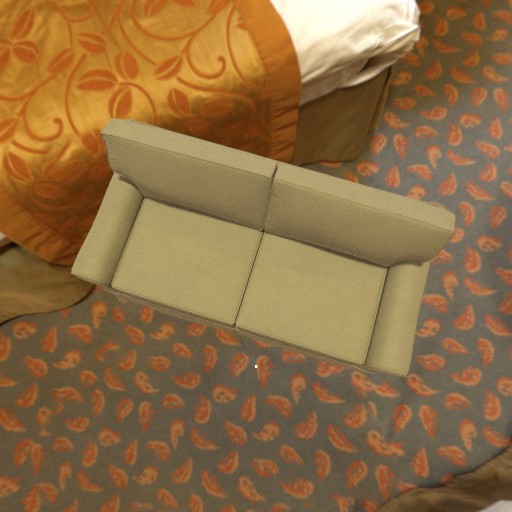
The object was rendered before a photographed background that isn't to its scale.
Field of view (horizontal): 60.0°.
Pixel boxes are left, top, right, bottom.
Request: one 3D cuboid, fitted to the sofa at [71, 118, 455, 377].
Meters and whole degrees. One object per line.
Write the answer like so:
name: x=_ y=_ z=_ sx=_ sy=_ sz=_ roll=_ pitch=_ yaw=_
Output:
sofa: x=0.000 y=0.000 z=2.401 sx=1.823 sy=1.024 sz=0.841 roll=17 pitch=77 yaw=4
